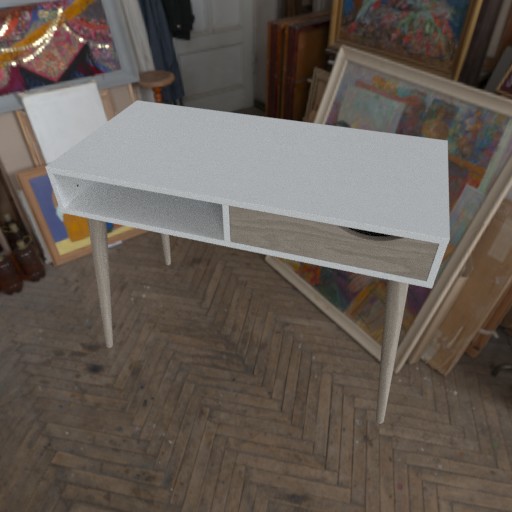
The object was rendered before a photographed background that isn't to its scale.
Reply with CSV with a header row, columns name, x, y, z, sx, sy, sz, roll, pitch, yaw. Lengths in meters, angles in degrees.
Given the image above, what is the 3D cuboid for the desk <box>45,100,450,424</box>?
name,x,y,z,sx,sy,sz,roll,pitch,yaw
desk,0.000,0.000,1.421,0.979,0.723,0.491,12,42,13
